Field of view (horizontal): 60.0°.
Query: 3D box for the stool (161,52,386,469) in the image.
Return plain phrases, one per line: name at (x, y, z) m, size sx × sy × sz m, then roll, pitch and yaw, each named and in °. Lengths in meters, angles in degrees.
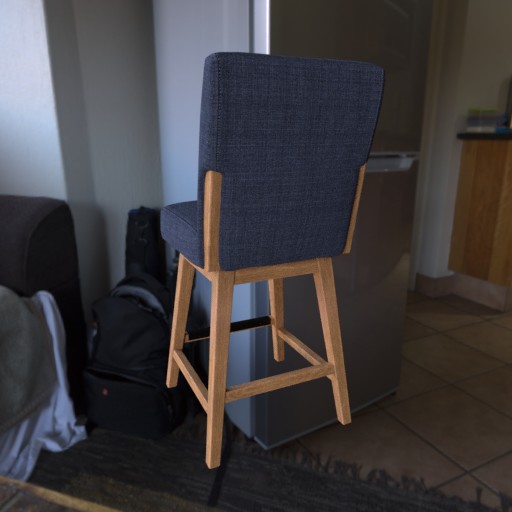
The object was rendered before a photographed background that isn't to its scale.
stool at (0.000, 0.000, 1.295) m, size 0.459 × 1.010 × 0.526 m, roll -7°, pitch 17°, yaw -24°
